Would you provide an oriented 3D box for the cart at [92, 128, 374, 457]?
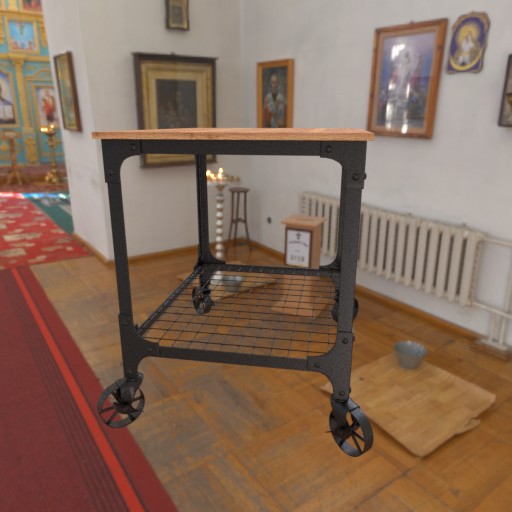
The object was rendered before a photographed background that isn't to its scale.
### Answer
[{"bbox_3d":[0.000,0.000,1.100,0.558,0.603,0.666,3,17,10],"label":"cart"}]
